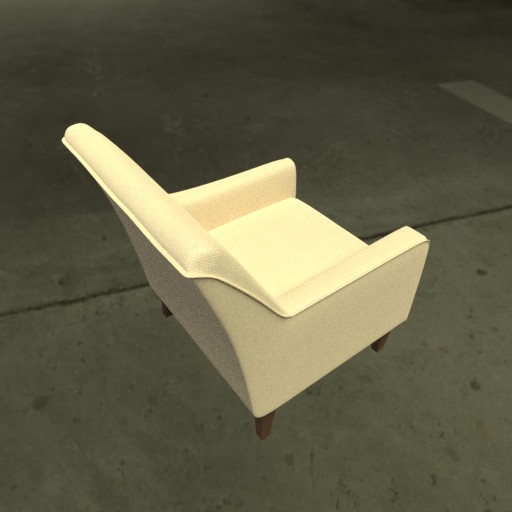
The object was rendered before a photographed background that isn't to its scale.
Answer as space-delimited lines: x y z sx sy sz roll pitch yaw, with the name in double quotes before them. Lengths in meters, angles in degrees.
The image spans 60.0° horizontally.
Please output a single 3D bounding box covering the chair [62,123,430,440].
"chair" 0.000 0.000 1.565 0.899 0.919 0.780 -25 46 -27
